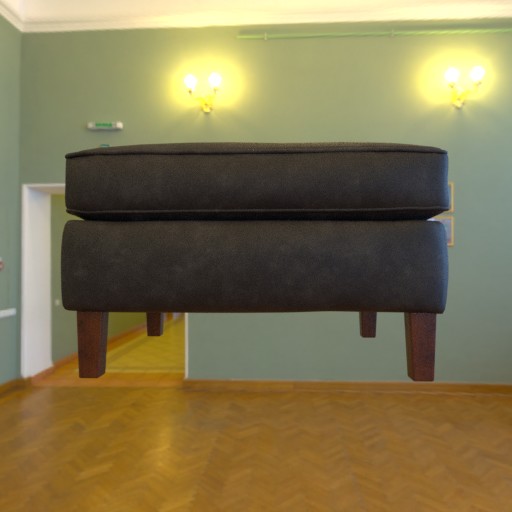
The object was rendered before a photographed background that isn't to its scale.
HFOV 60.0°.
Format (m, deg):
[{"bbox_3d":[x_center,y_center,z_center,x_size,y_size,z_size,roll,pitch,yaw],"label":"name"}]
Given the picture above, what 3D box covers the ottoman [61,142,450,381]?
[{"bbox_3d":[0.000,0.000,0.952,0.665,0.413,0.501,0,-1,2],"label":"ottoman"}]
